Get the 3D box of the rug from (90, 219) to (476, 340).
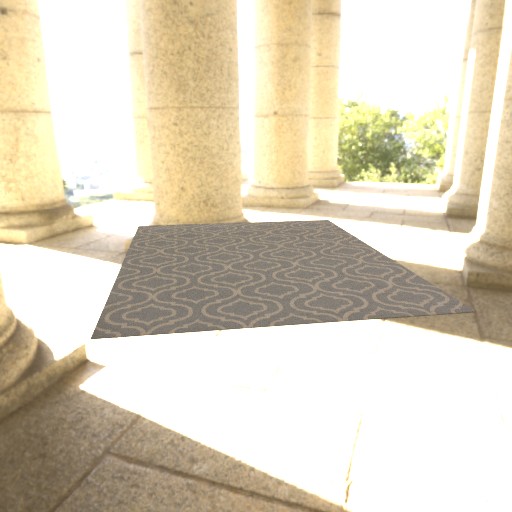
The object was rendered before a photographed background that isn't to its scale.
[{"bbox_3d":[0.000,0.000,3.930,2.283,0.006,2.892,-3,16,-9],"label":"rug"}]
